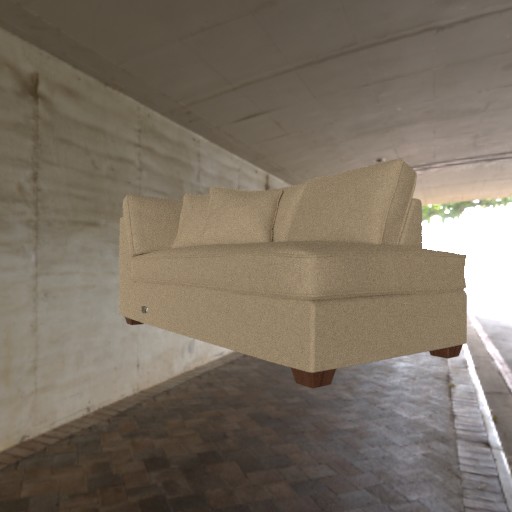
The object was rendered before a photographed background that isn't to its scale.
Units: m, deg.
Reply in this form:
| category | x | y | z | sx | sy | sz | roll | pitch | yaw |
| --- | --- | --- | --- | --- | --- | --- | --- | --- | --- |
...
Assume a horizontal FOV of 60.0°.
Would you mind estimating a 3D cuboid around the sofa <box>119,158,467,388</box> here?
| category | x | y | z | sx | sy | sz | roll | pitch | yaw |
| --- | --- | --- | --- | --- | --- | --- | --- | --- | --- |
| sofa | 0.000 | 0.000 | 2.829 | 1.110 | 1.033 | 2.237 | 1 | -1 | -35 |
